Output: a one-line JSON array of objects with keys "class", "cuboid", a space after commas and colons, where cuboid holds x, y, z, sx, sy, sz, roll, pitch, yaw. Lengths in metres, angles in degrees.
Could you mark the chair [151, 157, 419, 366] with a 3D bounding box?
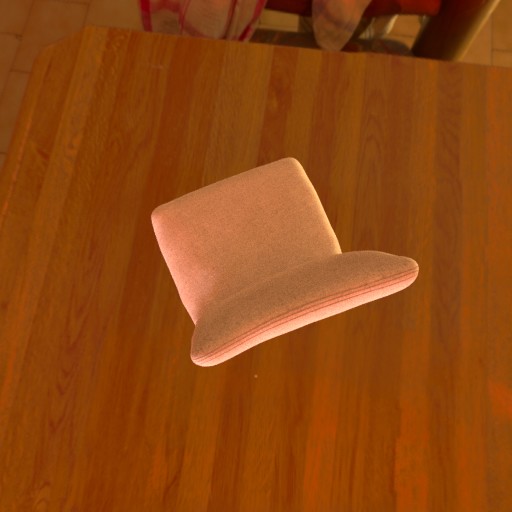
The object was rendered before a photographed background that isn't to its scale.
[{"class": "chair", "cuboid": [0.000, 0.000, 1.333, 0.522, 0.974, 0.563, -22, 76, -6]}]
